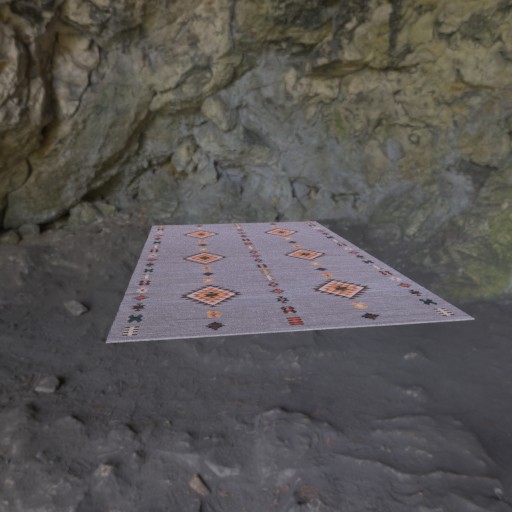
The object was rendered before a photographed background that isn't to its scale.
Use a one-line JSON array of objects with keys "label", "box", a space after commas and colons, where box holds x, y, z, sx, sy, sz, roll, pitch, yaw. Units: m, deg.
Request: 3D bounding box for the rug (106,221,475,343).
[{"label": "rug", "box": [0.000, 0.000, 2.938, 1.515, 0.007, 2.427, -2, 15, -8]}]
